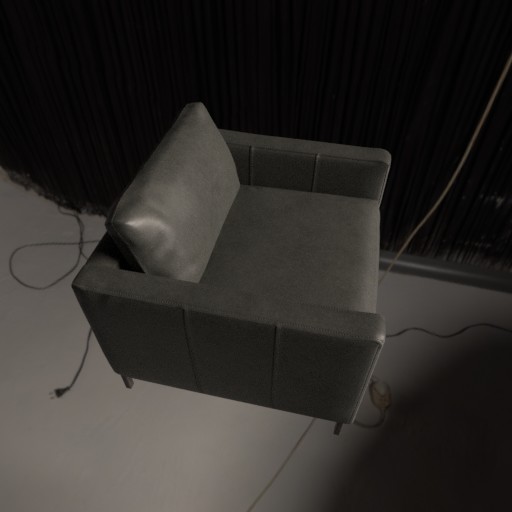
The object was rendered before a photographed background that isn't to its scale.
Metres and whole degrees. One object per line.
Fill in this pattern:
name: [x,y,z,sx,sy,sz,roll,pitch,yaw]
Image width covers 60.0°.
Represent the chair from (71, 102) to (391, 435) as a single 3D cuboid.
chair: [0.000,0.000,1.546,0.861,0.824,0.967,9,48,9]
